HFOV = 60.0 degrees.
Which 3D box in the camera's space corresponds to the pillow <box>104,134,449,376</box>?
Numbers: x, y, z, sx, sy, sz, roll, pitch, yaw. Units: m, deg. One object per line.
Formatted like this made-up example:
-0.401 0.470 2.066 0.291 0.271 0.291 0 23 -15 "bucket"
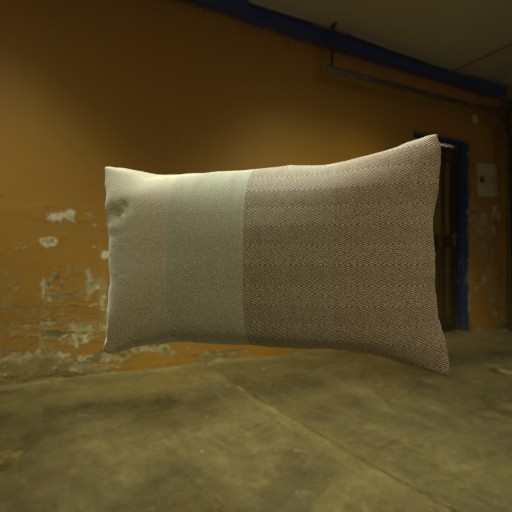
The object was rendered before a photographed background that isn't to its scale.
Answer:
0.000 0.000 0.634 0.506 0.305 0.139 0 -1 18 "pillow"
